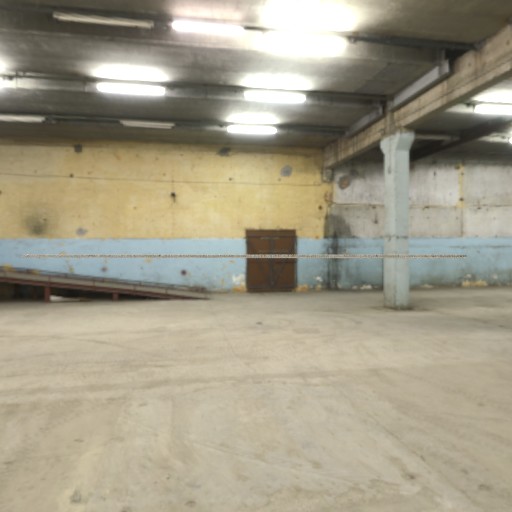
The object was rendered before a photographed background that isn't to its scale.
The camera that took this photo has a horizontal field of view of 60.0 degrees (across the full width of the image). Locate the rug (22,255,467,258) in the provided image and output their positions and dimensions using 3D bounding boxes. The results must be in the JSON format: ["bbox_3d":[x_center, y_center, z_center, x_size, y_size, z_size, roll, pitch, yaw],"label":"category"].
[{"bbox_3d":[0.000,0.000,2.863,2.280,0.015,1.521,0,0,18],"label":"rug"}]
